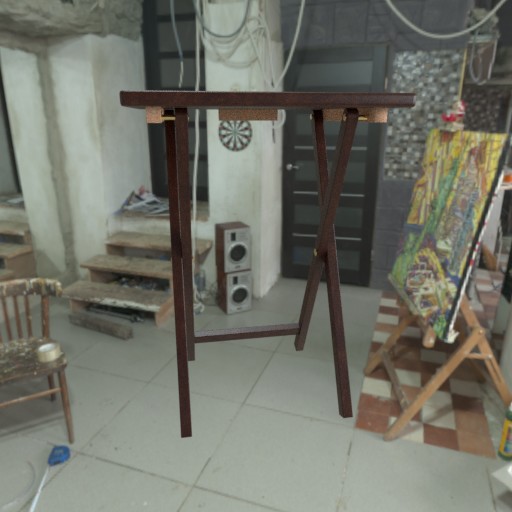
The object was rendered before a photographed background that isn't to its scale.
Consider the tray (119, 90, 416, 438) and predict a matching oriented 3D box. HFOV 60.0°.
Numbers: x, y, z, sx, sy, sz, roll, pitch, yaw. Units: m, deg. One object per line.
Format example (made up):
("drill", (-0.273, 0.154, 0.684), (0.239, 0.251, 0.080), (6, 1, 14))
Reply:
("tray", (0.000, 0.000, 0.974), (0.483, 0.660, 0.381), (-3, 18, -10))
